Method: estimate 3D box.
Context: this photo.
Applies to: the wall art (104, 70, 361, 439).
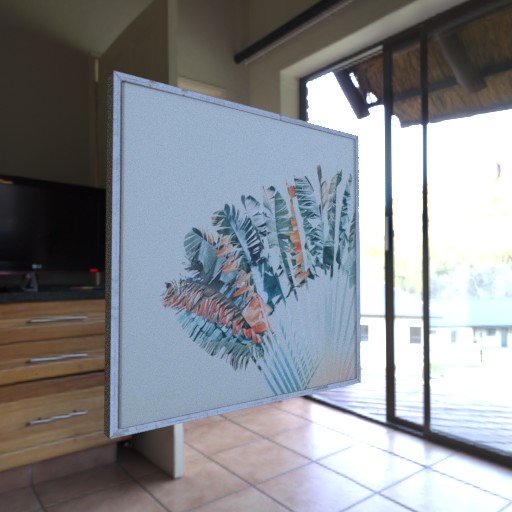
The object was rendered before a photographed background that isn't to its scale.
[{"bbox_3d":[0.000,0.000,1.149,0.760,0.757,0.038,1,-2,-36],"label":"wall art"}]
